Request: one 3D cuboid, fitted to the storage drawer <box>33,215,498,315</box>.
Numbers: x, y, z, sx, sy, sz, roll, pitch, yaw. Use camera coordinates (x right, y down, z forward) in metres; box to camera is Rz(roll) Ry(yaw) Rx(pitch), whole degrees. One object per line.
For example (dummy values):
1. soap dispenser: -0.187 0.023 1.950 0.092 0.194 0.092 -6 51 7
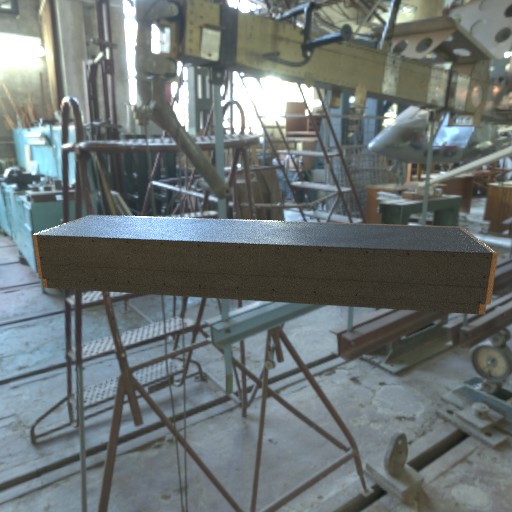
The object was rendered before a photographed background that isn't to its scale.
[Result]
1. storage drawer: 0.000 0.000 2.203 2.032 0.264 0.538 3 16 9
